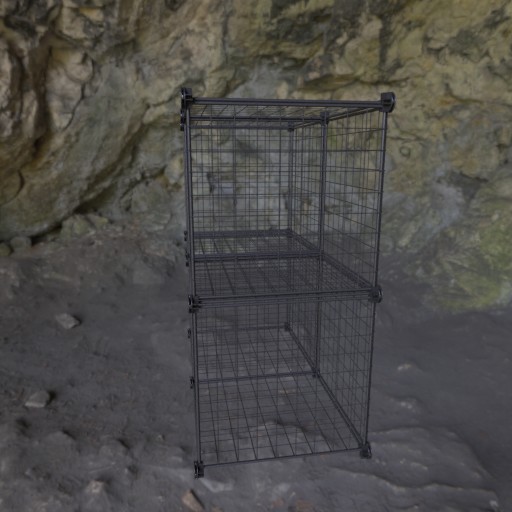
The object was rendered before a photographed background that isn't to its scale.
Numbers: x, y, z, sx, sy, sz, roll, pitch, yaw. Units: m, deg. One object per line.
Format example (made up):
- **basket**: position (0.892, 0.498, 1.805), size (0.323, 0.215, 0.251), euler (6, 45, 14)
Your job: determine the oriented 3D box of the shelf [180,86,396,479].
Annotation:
- **shelf**: position (0.000, 0.000, 1.131), size (0.356, 0.711, 0.711), euler (-2, 13, -9)
